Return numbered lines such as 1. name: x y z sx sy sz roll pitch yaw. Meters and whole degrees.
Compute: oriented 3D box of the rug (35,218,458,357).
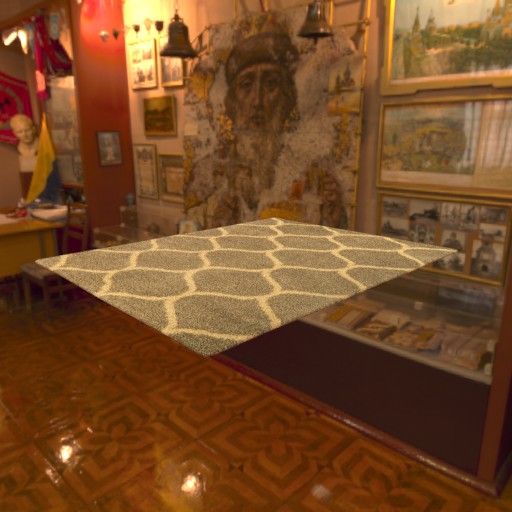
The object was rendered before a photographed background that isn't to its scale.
1. rug: 0.000 0.000 3.990 3.000 0.026 2.399 -14 21 -42
